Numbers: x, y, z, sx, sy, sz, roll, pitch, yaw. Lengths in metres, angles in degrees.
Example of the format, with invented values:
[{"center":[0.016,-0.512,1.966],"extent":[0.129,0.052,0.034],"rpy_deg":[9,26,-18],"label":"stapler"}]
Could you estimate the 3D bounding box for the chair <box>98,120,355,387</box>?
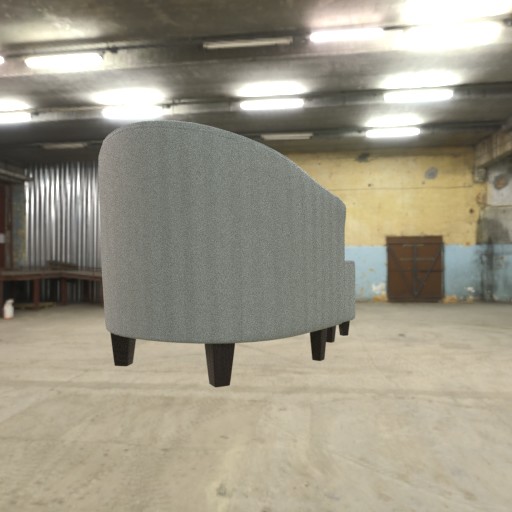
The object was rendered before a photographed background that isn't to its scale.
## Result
[{"center":[0.000,0.000,1.792],"extent":[0.756,0.757,1.288],"rpy_deg":[-1,-1,36],"label":"chair"}]
